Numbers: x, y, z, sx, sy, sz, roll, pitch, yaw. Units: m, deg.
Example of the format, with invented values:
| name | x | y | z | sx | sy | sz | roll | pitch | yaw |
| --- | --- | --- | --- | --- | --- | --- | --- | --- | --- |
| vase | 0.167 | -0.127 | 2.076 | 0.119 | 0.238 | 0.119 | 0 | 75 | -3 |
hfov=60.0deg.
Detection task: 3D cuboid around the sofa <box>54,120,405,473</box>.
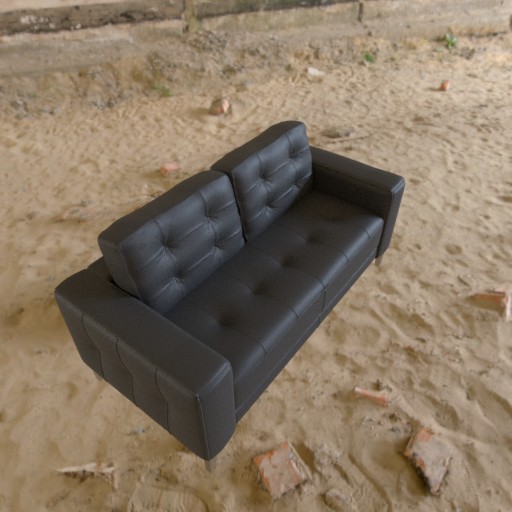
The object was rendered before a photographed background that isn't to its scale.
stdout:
| name | x | y | z | sx | sy | sz | roll | pitch | yaw |
| --- | --- | --- | --- | --- | --- | --- | --- | --- | --- |
| sofa | 0.000 | 0.000 | 2.245 | 0.833 | 0.893 | 1.726 | 27 | 48 | 27 |
